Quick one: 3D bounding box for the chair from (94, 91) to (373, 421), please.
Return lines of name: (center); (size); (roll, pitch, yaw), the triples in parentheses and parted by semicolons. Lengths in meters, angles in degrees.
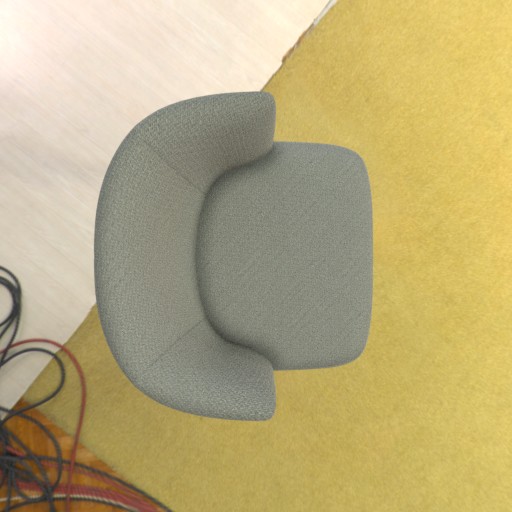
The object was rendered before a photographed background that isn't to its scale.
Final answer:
chair: (0.000, 0.000, 1.265); (0.660, 0.760, 0.700); (0, 90, 0)
